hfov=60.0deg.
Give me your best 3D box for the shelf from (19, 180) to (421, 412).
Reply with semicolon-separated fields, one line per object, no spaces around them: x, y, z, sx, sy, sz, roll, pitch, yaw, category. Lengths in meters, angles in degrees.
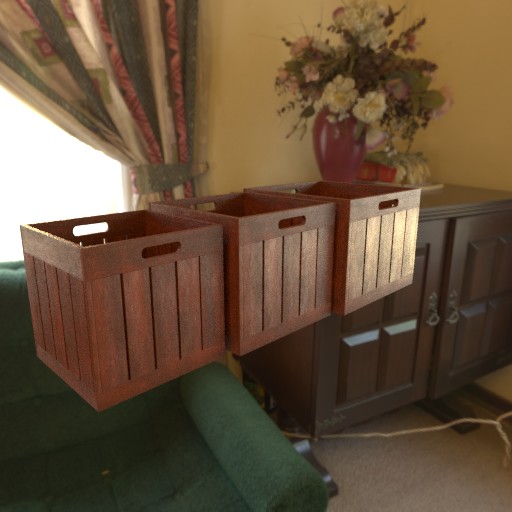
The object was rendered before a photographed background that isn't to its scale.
0.000;0.000;1.193;0.393;0.311;1.064;14;20;43;shelf
